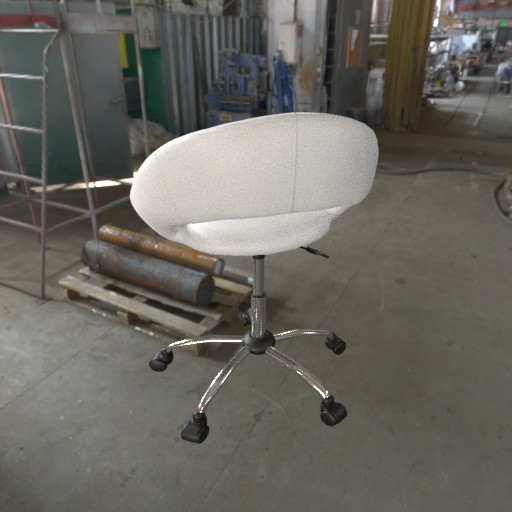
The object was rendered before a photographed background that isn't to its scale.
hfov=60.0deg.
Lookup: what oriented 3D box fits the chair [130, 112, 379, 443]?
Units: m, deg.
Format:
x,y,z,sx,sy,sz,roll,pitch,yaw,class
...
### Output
x,y,z,sx,sy,sz,roll,pitch,yaw,class
0.000,0.000,1.167,0.612,0.791,0.538,-8,28,-16,chair
